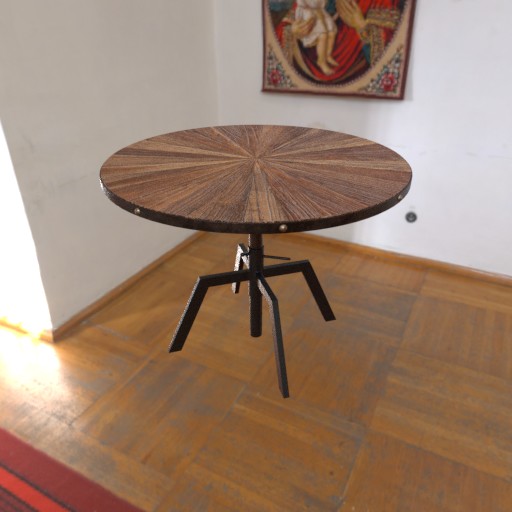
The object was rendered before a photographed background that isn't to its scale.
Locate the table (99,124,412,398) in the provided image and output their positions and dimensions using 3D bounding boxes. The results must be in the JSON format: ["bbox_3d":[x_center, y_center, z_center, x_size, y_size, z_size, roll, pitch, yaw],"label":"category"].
[{"bbox_3d":[0.000,0.000,1.470,0.885,0.658,0.885,0,29,0],"label":"table"}]
